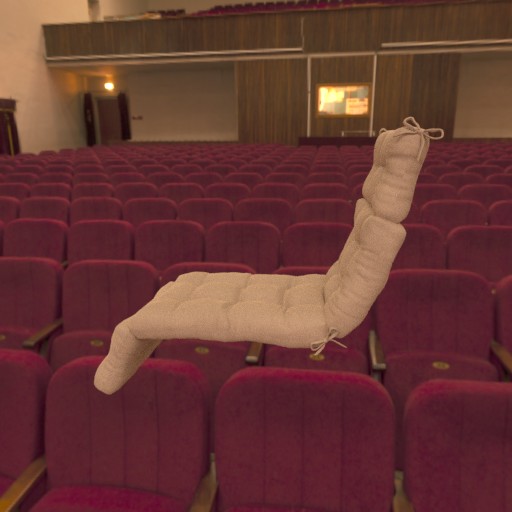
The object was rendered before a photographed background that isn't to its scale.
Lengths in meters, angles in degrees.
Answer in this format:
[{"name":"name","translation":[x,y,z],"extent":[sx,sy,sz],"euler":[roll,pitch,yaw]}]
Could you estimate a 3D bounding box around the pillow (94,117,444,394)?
[{"name":"pillow","translation":[0.000,0.000,1.494],"extent":[1.016,0.863,0.526],"euler":[2,14,9]}]
